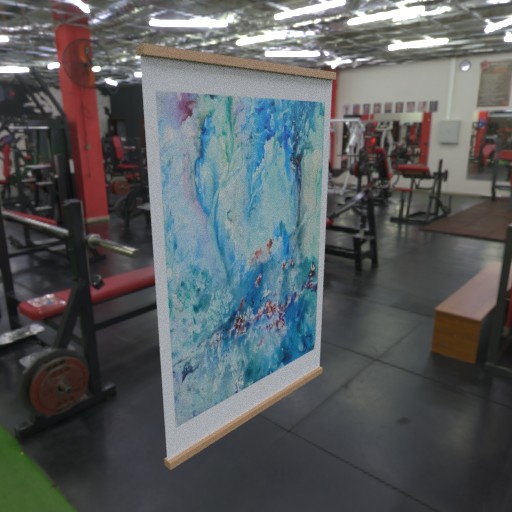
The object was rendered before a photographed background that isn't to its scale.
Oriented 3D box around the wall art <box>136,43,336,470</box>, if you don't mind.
[{"bbox_3d":[0.000,0.000,0.629,0.013,0.510,0.335,15,22,42],"label":"wall art"}]
